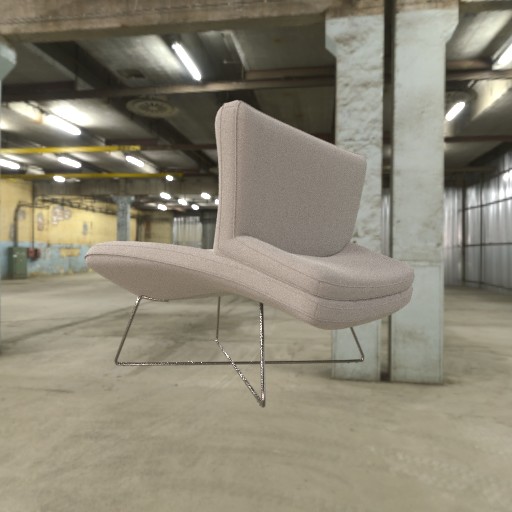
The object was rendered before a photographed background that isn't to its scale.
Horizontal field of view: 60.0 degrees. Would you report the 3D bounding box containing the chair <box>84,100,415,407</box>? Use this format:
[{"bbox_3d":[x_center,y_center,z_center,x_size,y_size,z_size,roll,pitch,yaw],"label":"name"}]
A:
[{"bbox_3d":[0.000,0.000,1.680,1.008,0.855,0.859,0,0,37],"label":"chair"}]
